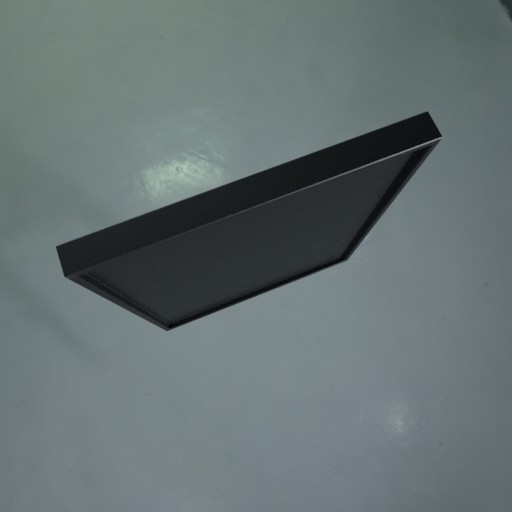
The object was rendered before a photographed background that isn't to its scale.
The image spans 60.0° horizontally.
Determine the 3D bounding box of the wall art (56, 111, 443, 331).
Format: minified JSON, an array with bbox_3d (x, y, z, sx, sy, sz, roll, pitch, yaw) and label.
[{"bbox_3d":[0.000,0.000,0.761,0.449,0.555,0.039,-21,76,-6],"label":"wall art"}]
